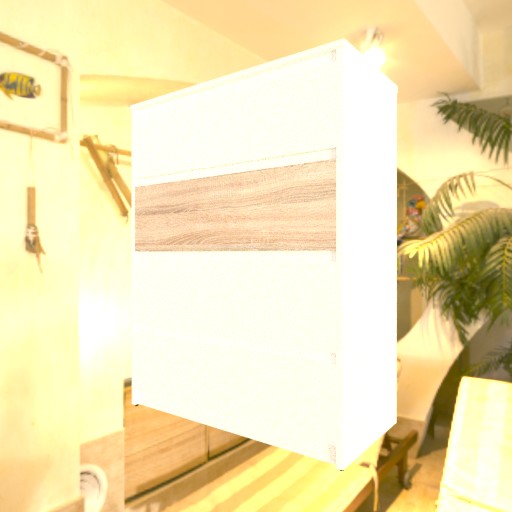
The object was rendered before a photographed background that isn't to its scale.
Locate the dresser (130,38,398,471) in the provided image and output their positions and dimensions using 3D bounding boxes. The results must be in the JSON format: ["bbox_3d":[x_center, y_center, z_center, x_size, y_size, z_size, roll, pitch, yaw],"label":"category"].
[{"bbox_3d":[0.000,0.000,1.446,0.800,1.040,0.380,0,0,37],"label":"dresser"}]
